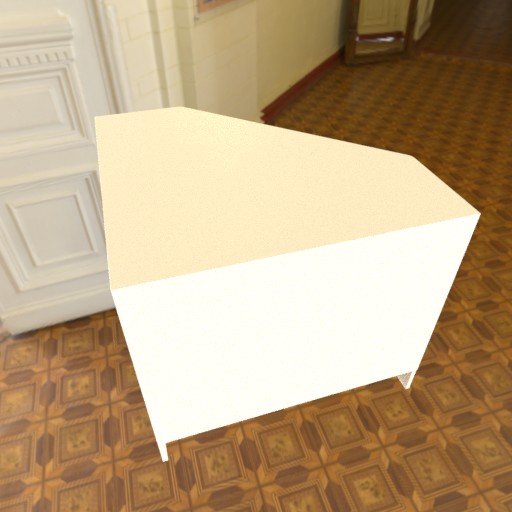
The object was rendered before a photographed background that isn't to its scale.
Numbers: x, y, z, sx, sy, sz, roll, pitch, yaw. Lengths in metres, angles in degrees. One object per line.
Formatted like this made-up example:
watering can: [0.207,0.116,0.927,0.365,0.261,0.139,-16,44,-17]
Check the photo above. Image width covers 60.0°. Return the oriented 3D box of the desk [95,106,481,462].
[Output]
desk: [0.000,0.000,1.652,0.940,0.818,0.926,-12,42,-13]
